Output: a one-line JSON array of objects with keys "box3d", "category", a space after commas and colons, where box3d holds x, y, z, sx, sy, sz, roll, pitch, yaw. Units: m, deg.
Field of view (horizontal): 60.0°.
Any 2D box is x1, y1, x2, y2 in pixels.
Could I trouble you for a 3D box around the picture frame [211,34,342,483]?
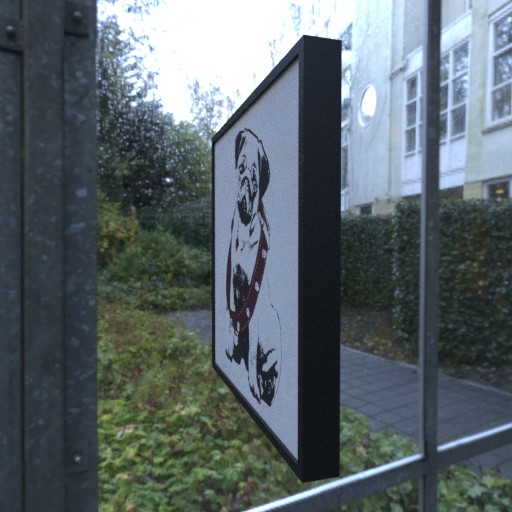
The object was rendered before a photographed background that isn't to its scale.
[{"box3d": [0.000, 0.000, 0.469, 0.030, 0.317, 0.317, 0, 2, -17], "category": "picture frame"}]
